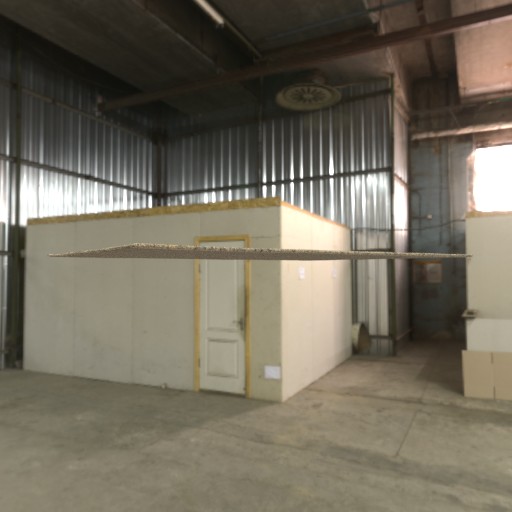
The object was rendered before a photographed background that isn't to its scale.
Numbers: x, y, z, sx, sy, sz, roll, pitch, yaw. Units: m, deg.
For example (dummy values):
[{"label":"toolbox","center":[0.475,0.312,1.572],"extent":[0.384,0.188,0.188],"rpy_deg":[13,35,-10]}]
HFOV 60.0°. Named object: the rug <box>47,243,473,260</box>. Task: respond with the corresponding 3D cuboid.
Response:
[{"label":"rug","center":[0.000,0.000,4.170],"extent":[3.199,0.036,2.414],"rpy_deg":[1,-2,-35]}]
